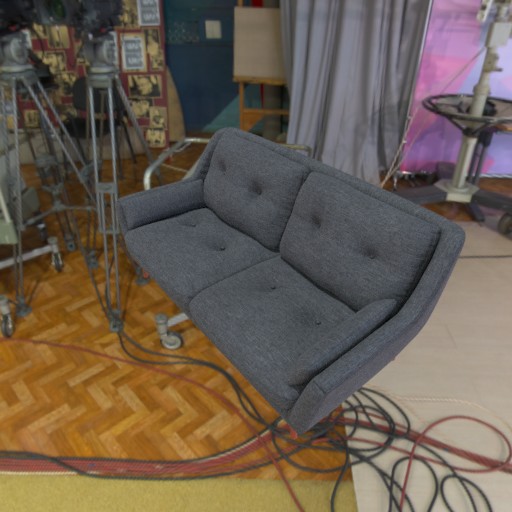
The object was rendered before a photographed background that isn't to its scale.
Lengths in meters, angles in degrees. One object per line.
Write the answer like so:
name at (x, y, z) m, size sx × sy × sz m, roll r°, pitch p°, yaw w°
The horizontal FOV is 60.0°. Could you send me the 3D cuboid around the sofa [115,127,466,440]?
sofa at (0.000, 0.000, 2.483) m, size 0.975 × 0.896 × 1.929 m, roll -22°, pitch 40°, yaw -30°
